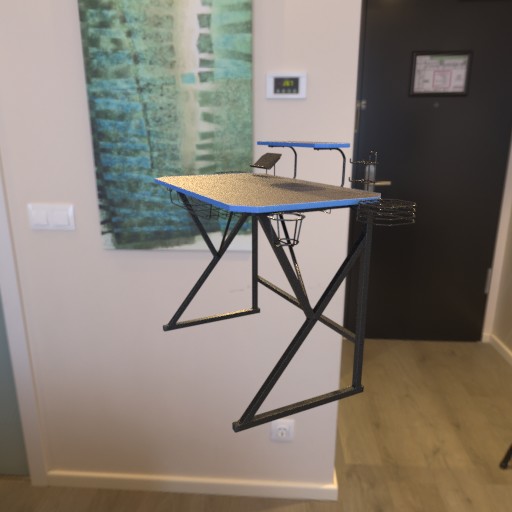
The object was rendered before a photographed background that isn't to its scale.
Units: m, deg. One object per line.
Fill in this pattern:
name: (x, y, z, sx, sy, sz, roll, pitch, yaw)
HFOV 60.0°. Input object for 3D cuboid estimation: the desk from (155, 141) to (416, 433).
desk: (0.000, 0.000, 1.833, 0.594, 0.909, 1.295, -8, 17, -26)
